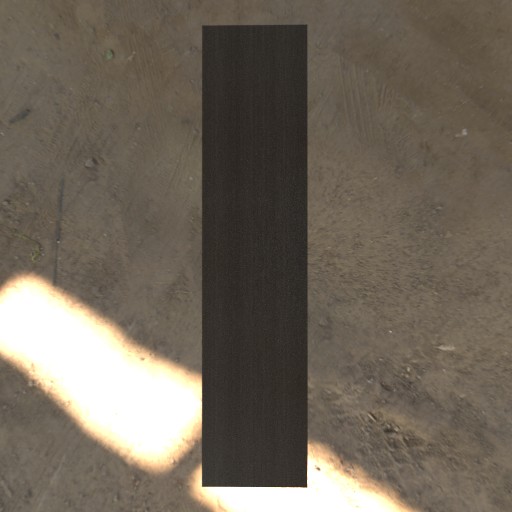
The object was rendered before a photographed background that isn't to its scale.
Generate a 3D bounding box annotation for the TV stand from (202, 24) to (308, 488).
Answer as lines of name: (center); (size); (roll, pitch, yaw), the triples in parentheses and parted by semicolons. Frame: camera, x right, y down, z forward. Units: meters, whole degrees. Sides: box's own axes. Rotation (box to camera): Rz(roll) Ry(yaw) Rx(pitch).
TV stand: (0.000, 0.000, 2.008); (0.406, 0.610, 1.778); (0, 90, 1)
